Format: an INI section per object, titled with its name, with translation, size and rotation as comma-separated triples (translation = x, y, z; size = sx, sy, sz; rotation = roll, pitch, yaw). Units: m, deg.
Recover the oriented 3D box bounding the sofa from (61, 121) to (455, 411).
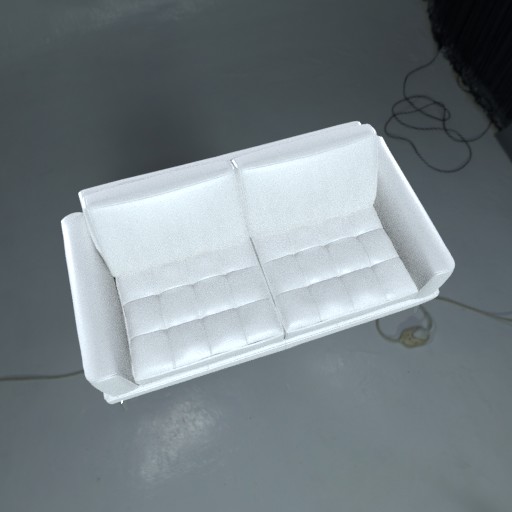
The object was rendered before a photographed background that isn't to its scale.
[sofa]
translation = 0.000, 0.000, 2.744
size = 2.177, 0.930, 1.121
rotation = -16, 64, -8
